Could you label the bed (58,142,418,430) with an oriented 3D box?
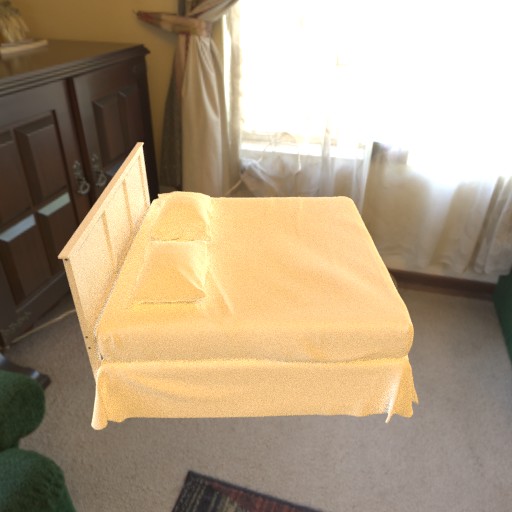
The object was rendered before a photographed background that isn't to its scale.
[{"bbox_3d":[0.000,0.000,3.582,2.215,1.273,2.317,0,32,-1],"label":"bed"}]
